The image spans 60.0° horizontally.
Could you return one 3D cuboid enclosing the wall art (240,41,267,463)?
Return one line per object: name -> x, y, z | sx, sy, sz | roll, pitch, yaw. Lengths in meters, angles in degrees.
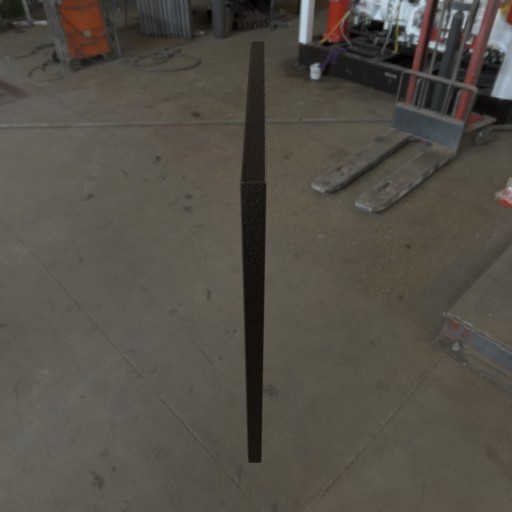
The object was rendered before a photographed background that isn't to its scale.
wall art -> 0.000, 0.000, 1.602 | 0.053, 1.194, 0.950 | 0, 41, 1
